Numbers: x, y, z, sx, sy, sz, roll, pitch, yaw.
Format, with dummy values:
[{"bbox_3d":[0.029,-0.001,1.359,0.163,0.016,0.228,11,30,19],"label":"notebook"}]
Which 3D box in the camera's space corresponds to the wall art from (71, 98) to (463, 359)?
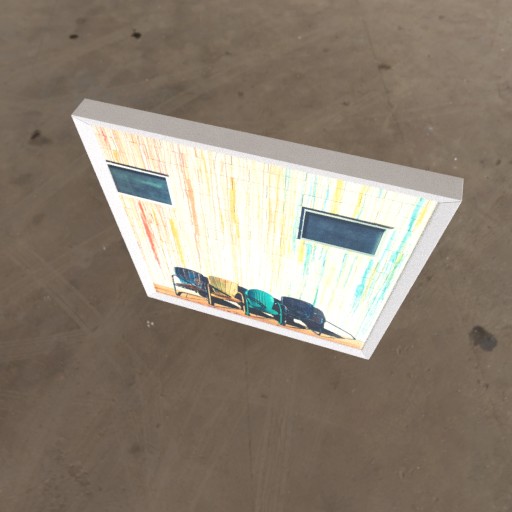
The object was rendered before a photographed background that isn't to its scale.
[{"bbox_3d":[0.000,0.000,0.772,0.508,0.508,0.037,15,58,9],"label":"wall art"}]
